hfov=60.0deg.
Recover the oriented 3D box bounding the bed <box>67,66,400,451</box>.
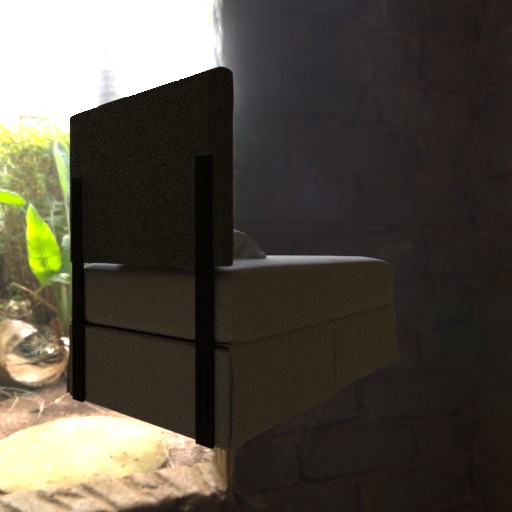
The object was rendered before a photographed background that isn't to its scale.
[{"bbox_3d":[0.000,0.000,2.909,1.261,1.571,1.997,0,1,37],"label":"bed"}]
